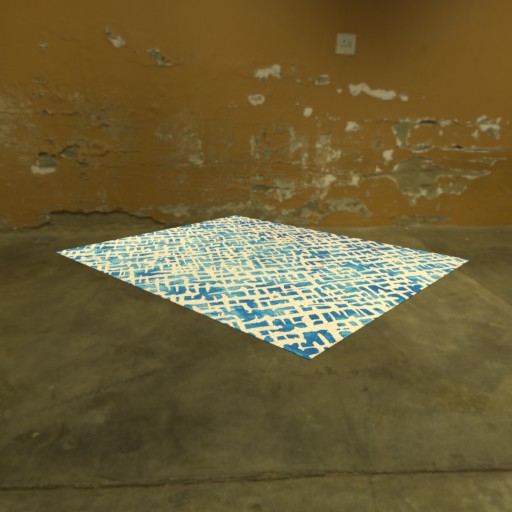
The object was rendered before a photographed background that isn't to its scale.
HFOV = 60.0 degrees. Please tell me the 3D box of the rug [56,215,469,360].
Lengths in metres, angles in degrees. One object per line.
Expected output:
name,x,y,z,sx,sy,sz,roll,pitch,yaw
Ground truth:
rug,0.000,0.000,4.126,3.007,0.007,2.435,15,22,41
